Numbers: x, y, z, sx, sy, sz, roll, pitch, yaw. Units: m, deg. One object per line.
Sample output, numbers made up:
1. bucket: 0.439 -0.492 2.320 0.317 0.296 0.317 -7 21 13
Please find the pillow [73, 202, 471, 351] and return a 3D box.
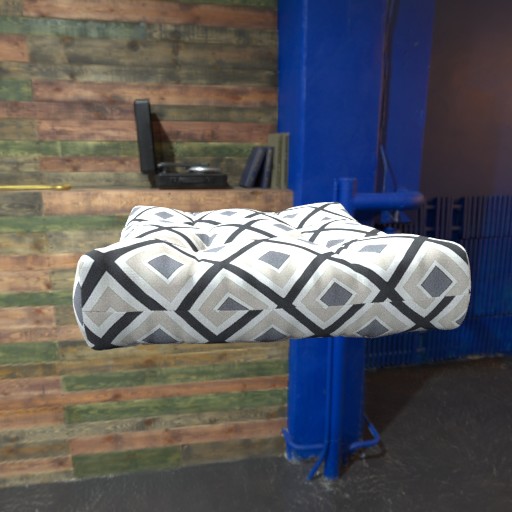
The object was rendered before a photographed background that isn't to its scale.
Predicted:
1. pillow: 0.000 0.000 0.720 0.468 0.128 0.490 -2 13 -8
